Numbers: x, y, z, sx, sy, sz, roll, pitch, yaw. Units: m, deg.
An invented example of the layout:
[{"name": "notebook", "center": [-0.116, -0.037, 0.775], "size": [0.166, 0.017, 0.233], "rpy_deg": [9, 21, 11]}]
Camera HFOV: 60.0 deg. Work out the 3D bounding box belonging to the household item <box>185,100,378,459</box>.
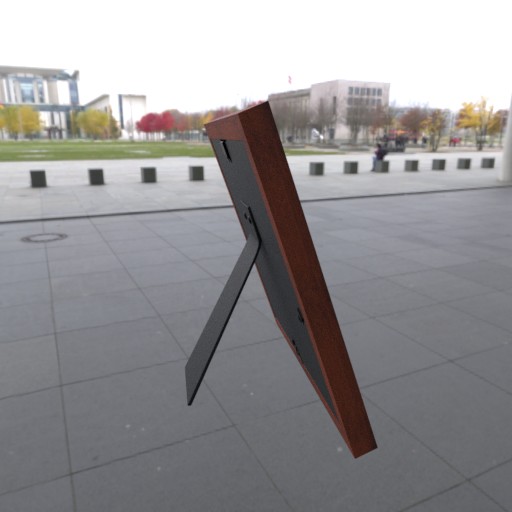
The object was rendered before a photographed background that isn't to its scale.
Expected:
[{"name": "household item", "center": [0.000, 0.000, 0.388], "size": [0.131, 0.240, 0.240], "rpy_deg": [-3, 15, -10]}]
